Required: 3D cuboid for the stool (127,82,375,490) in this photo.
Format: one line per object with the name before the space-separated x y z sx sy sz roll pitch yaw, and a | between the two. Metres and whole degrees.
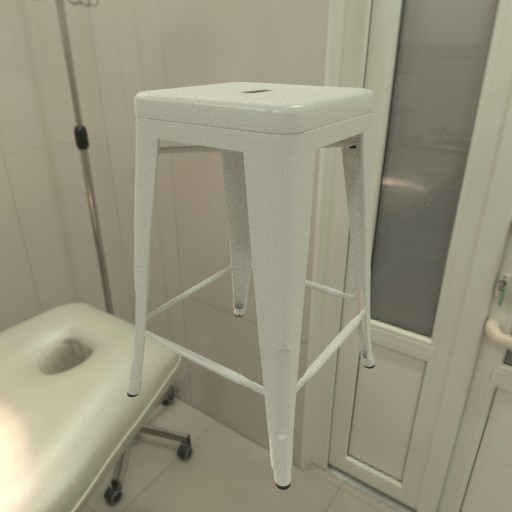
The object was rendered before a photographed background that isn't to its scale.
stool | 0.000 0.000 0.867 0.406 0.610 0.406 17 30 31
